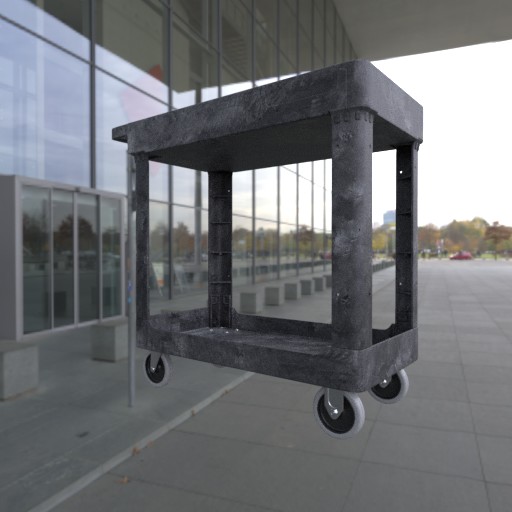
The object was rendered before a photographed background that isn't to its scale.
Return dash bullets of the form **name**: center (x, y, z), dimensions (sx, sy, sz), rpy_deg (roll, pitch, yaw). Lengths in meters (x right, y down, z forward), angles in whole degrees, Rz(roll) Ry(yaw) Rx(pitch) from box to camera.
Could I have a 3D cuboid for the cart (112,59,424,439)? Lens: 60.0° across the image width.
- **cart**: center (0.000, 0.000, 1.338), dimensions (0.877, 0.824, 0.420), rpy_deg (0, 1, 37)
